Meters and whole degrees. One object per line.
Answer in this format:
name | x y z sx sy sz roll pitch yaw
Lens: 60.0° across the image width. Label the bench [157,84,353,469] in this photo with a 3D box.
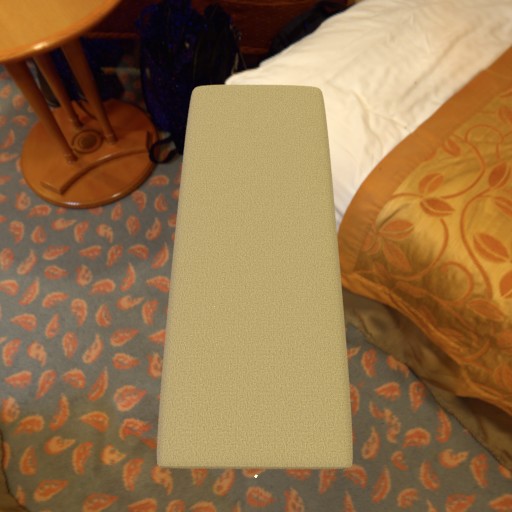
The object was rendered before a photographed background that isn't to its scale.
bench | 0.000 0.000 1.854 0.646 0.393 1.609 0 64 0
